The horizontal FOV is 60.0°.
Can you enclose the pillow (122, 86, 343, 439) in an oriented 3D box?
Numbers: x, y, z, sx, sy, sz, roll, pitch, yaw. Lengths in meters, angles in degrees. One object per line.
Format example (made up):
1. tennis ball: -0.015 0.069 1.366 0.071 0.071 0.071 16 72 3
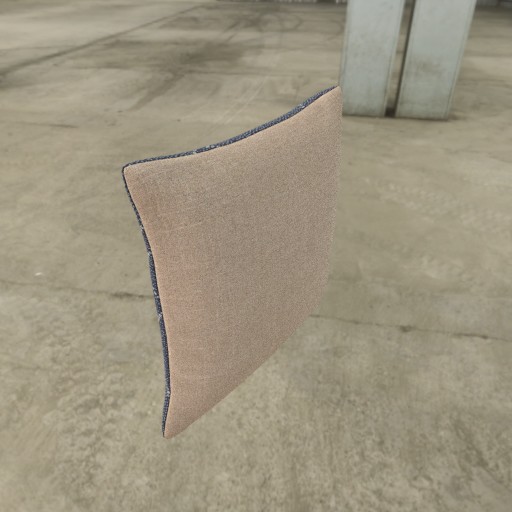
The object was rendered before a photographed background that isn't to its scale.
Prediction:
1. pillow: 0.000 0.000 0.683 0.148 0.428 0.435 23 39 31
